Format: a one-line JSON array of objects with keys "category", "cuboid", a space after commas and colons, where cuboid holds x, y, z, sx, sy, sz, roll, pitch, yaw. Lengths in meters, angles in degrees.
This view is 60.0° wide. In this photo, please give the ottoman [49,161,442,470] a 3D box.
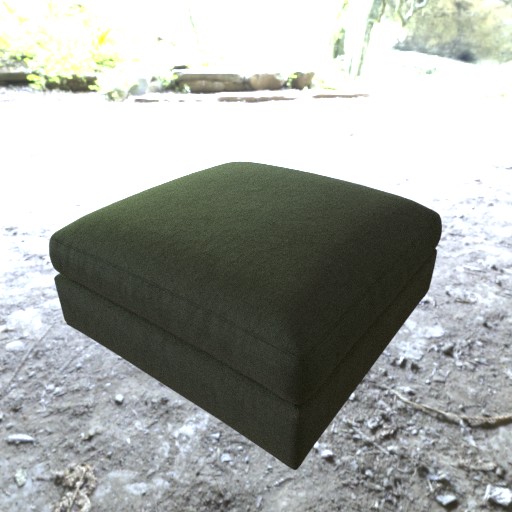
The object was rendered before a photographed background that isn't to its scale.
[{"category": "ottoman", "cuboid": [0.000, 0.000, 1.623, 1.041, 0.470, 1.041, 20, 35, 32]}]
